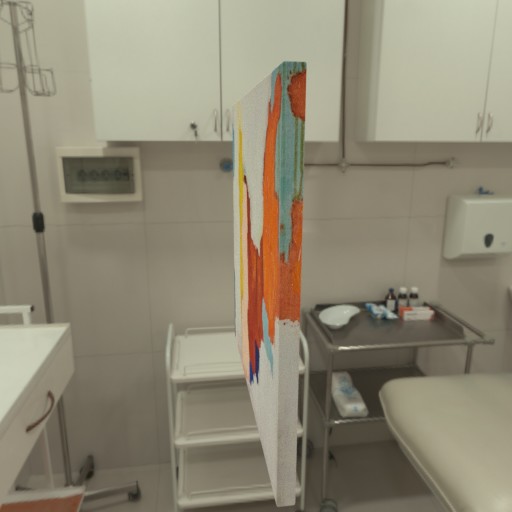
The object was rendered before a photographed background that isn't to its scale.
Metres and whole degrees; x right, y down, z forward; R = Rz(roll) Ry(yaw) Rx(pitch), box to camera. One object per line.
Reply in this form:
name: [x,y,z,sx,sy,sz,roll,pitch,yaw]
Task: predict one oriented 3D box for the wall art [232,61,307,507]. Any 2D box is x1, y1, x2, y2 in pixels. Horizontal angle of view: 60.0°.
wall art: [0.000,0.000,1.163,0.037,0.814,0.814,-2,14,-8]
